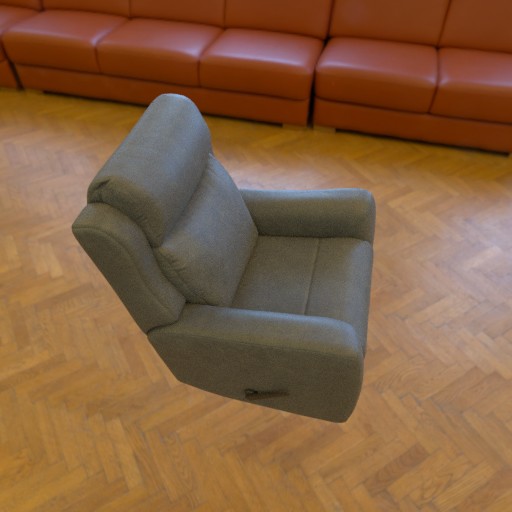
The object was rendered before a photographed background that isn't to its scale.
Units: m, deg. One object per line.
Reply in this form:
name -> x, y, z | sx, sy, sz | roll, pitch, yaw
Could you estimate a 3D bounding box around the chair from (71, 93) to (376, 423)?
chair -> 0.000, 0.000, 1.942 | 1.068, 1.116, 0.967 | 10, 48, 9
